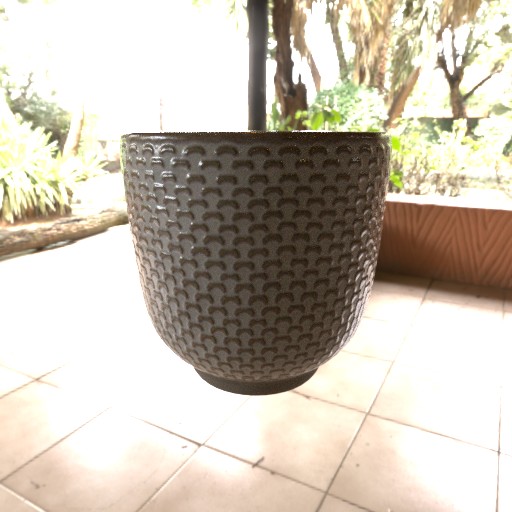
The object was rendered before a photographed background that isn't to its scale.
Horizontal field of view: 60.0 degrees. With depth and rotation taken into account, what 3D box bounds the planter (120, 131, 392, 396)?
[{"bbox_3d":[0.000,0.000,0.355,0.197,0.191,0.197,0,15,0],"label":"planter"}]
